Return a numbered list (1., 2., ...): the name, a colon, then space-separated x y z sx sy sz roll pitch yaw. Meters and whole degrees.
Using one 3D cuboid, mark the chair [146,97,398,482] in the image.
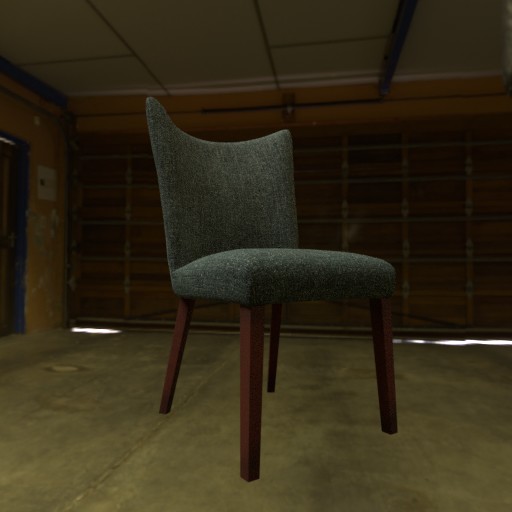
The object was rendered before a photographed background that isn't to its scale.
1. chair: 0.000 0.000 1.280 0.535 0.924 0.623 1 -2 -35
